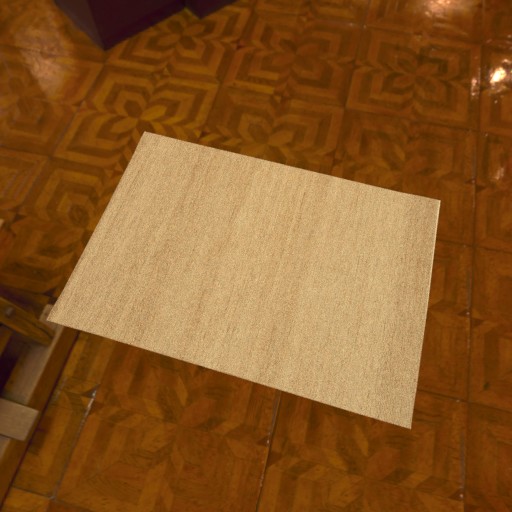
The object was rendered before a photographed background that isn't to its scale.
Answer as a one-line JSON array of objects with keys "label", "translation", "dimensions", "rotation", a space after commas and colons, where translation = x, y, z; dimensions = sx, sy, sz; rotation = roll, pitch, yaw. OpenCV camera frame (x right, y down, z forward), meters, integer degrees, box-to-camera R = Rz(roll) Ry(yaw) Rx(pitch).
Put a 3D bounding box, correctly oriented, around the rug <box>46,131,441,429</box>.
[{"label": "rug", "translation": [0.000, 0.000, 2.959], "dimensions": [2.283, 0.030, 1.596], "rotation": [15, 64, 7]}]
